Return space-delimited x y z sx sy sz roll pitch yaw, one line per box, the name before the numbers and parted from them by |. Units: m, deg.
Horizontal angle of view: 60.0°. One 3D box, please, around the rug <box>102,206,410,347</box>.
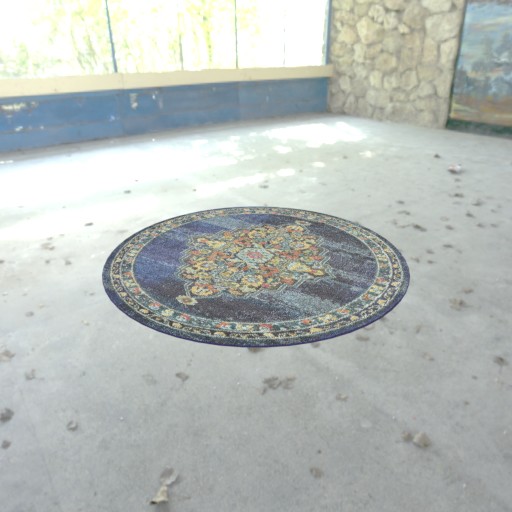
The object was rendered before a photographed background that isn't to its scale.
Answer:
rug | 0.000 0.000 3.598 2.386 0.014 2.386 0 26 0
